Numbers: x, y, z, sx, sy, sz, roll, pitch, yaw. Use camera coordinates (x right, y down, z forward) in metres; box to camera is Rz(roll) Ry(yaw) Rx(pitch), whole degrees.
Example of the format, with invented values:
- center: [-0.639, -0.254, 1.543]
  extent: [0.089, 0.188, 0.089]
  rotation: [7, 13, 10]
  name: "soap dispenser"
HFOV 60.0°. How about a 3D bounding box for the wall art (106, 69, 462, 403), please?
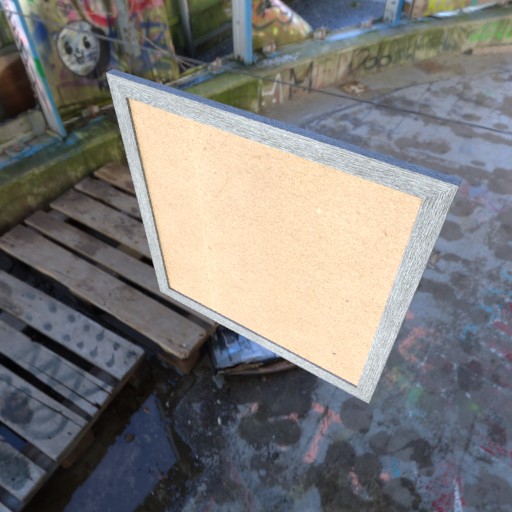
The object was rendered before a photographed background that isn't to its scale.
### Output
- center: [0.000, 0.000, 1.002]
  extent: [0.685, 0.685, 0.020]
  rotation: [24, 51, 21]
  name: "wall art"
